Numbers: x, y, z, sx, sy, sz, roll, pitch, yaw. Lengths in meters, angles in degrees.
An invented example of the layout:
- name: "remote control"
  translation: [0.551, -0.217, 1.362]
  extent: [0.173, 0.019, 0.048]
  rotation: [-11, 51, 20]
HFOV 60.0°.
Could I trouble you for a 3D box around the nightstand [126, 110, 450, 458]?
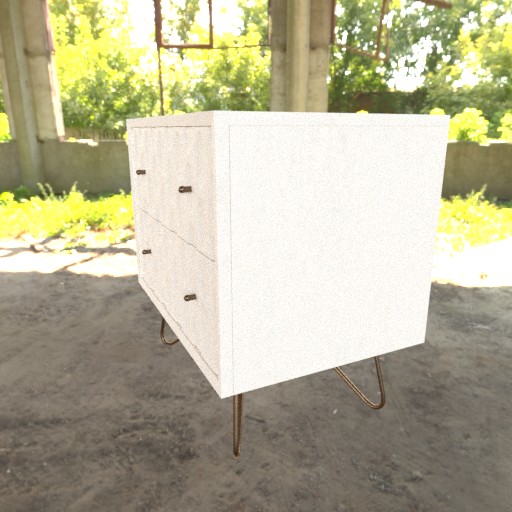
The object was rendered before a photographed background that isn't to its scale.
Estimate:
- name: "nightstand"
  translation: [0.000, 0.000, 1.013]
  extent: [0.447, 0.604, 0.614]
  rotation: [-8, 18, -25]
